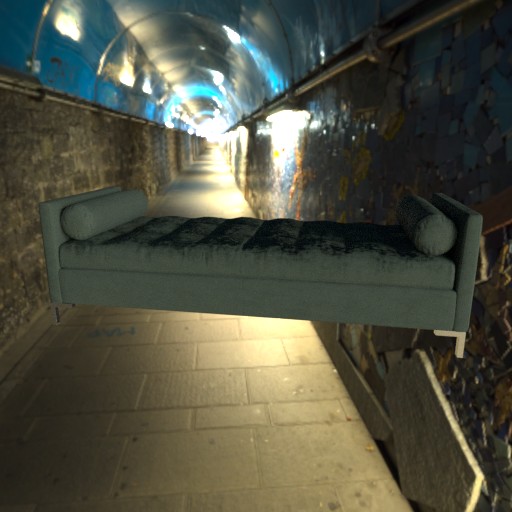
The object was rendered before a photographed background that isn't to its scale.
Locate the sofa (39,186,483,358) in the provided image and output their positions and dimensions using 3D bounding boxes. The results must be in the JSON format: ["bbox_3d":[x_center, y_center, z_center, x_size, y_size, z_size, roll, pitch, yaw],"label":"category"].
[{"bbox_3d":[0.000,0.000,2.474,2.102,0.657,0.797,3,15,10],"label":"sofa"}]
